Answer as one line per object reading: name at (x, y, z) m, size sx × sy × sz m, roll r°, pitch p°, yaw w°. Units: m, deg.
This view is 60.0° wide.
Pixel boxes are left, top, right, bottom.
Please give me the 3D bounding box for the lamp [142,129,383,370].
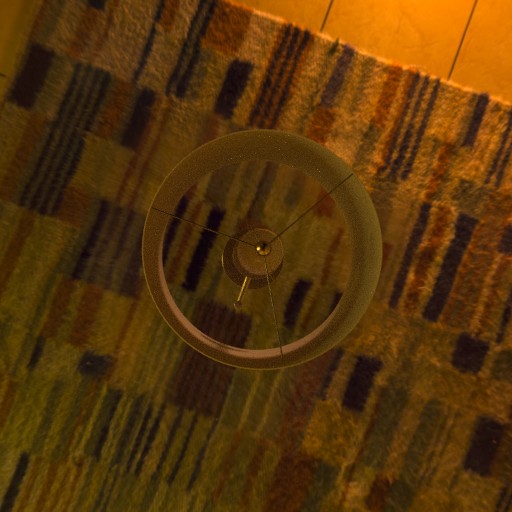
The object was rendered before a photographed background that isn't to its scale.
lamp at (0.000, 0.000, 0.854) m, size 0.333 × 0.696 × 0.333 m, roll 0°, pitch 89°, yaw -1°
